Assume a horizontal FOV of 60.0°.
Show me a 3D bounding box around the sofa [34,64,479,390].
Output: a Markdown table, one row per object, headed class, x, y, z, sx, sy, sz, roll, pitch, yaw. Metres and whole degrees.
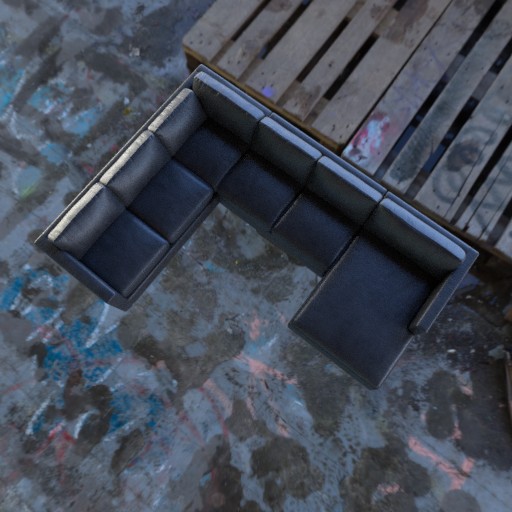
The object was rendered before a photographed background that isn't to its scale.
| class | x | y | z | sx | sy | sz | roll | pitch | yaw |
| --- | --- | --- | --- | --- | --- | --- | --- | --- | --- |
| sofa | 0.000 | 0.000 | 4.364 | 3.324 | 0.891 | 2.452 | 37 | 78 | 9 |
